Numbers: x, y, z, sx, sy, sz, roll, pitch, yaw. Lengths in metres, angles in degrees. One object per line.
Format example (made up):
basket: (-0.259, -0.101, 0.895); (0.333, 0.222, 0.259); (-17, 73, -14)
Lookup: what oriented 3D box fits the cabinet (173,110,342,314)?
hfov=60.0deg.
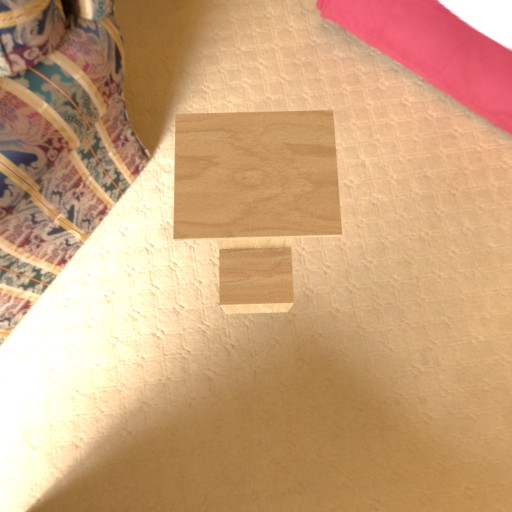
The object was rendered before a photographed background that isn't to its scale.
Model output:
cabinet: (0.000, 0.000, 2.030); (0.411, 1.879, 0.338); (-1, 77, 0)
